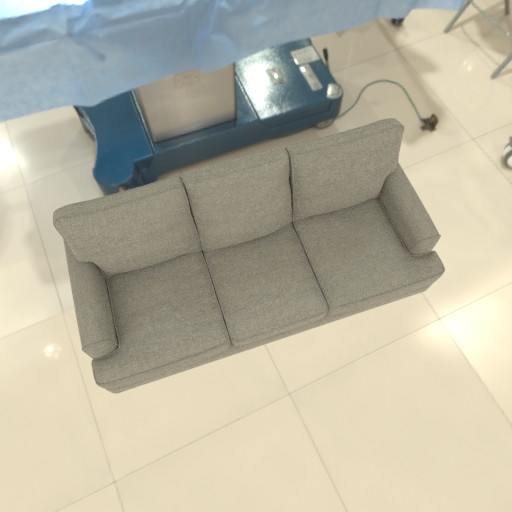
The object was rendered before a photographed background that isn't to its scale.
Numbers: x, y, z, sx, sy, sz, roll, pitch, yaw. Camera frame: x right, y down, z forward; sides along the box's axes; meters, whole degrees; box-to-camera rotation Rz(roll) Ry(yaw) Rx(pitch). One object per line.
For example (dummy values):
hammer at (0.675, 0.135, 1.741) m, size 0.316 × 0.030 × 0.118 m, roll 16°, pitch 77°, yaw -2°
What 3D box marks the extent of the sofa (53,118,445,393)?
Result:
sofa at (0.000, 0.000, 2.705) m, size 2.158 × 0.965 × 0.951 m, roll -17°, pitch 66°, yaw -8°
